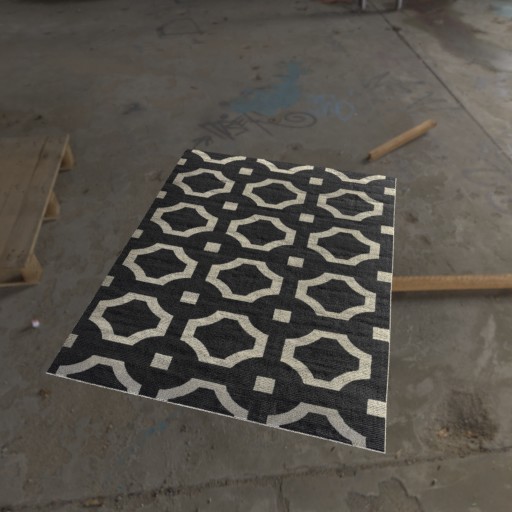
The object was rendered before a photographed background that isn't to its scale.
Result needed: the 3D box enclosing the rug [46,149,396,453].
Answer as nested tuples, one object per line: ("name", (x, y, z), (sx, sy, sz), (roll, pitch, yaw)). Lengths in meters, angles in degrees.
("rug", (0.000, 0.000, 4.095), (2.466, 0.021, 3.049), (10, 47, 9))
